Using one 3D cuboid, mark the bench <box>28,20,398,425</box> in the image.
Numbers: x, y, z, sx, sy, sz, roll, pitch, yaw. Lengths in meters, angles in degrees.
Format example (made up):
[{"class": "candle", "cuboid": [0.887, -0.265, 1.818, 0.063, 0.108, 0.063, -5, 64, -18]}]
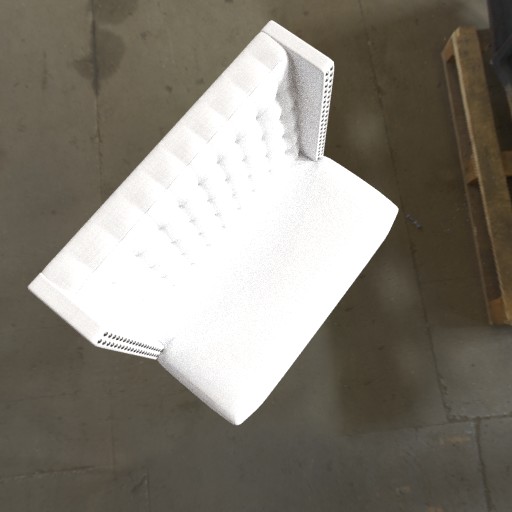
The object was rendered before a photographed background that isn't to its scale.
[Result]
[{"class": "bench", "cuboid": [0.000, 0.000, 1.975, 0.847, 1.123, 1.280, 37, 80, 8]}]
